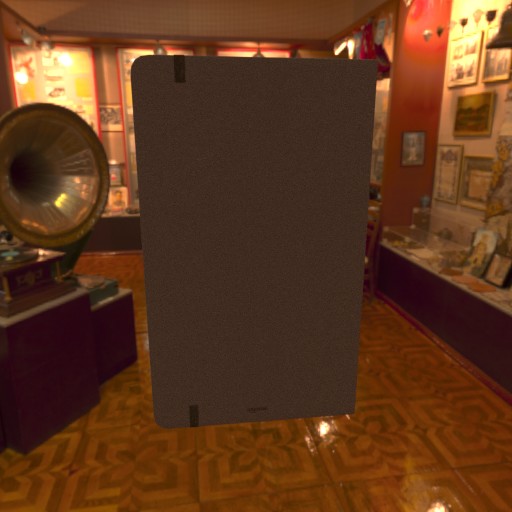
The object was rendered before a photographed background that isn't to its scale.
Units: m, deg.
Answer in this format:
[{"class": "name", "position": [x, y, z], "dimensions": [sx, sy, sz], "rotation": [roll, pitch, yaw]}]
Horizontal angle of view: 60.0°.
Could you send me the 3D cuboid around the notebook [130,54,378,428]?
[{"class": "notebook", "position": [0.000, 0.000, 0.258], "dimensions": [0.127, 0.213, 0.016], "rotation": [-2, 15, -7]}]
